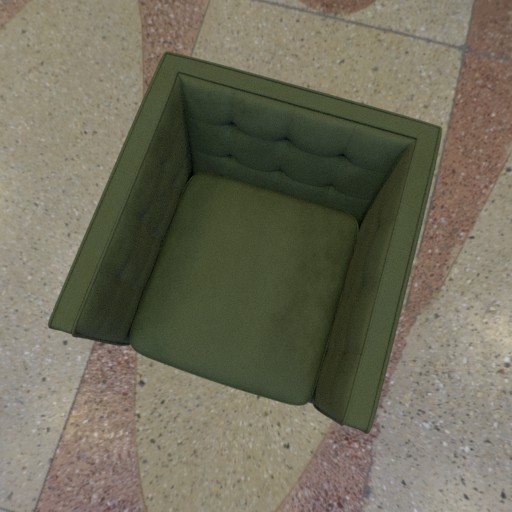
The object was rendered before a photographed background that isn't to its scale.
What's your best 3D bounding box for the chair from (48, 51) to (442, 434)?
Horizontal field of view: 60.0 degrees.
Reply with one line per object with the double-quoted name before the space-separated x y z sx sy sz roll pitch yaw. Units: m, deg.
"chair" 0.000 0.000 1.561 0.880 0.790 0.894 17 77 4
